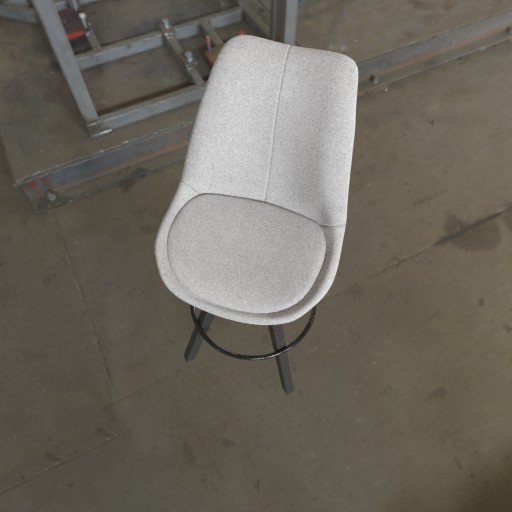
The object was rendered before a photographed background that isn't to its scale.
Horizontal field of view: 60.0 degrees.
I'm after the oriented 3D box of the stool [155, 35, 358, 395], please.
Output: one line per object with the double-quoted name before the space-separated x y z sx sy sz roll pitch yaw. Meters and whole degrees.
"stool" 0.000 0.000 1.372 0.485 1.115 0.550 16 61 9
